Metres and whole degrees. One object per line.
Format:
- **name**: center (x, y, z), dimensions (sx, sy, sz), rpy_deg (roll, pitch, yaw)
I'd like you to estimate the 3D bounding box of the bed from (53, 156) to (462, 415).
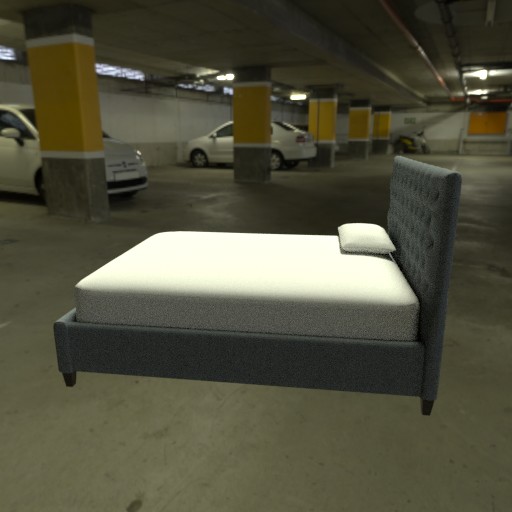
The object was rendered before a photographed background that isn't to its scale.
- **bed**: center (0.000, 0.000, 3.335), dimensions (2.335, 1.411, 1.698), rpy_deg (2, 16, 7)
